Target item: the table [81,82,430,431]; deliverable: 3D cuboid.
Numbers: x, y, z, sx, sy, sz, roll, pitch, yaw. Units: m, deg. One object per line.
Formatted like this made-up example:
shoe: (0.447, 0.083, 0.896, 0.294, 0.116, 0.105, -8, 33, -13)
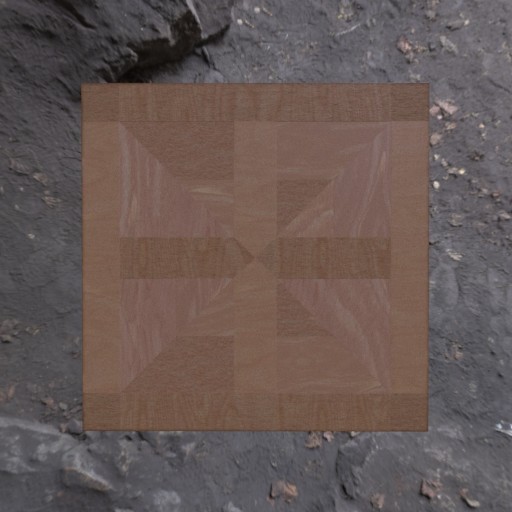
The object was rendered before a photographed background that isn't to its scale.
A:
table: (0.000, 0.000, 1.097, 0.610, 0.638, 0.612, 0, 91, 0)
